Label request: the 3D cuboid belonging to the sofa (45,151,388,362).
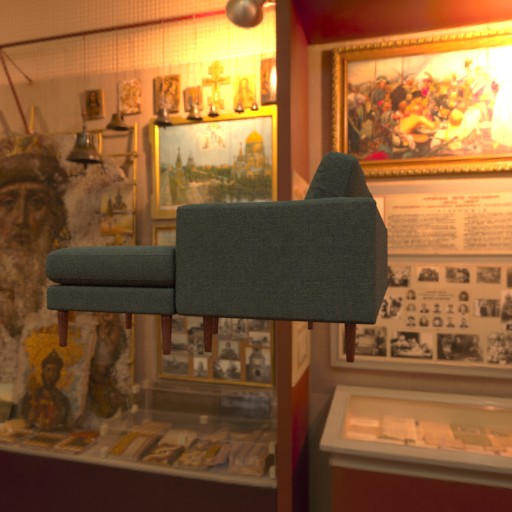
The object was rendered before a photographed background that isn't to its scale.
[{"bbox_3d":[0.000,0.000,3.000,1.667,0.957,2.055,0,0,18],"label":"sofa"}]
